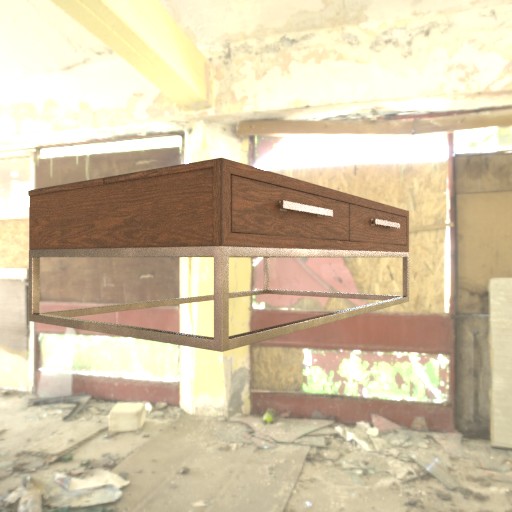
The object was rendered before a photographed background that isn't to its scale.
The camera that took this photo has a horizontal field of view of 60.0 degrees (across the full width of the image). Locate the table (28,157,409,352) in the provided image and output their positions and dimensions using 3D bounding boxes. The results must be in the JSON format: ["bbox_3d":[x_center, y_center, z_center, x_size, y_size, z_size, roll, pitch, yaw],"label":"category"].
[{"bbox_3d":[0.000,0.000,1.492,0.719,0.361,1.167,0,0,35],"label":"table"}]
